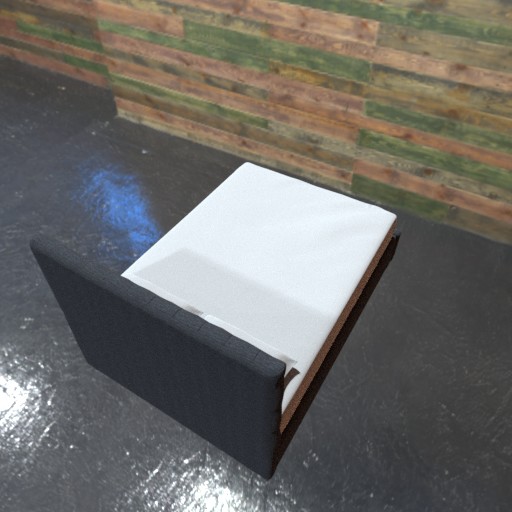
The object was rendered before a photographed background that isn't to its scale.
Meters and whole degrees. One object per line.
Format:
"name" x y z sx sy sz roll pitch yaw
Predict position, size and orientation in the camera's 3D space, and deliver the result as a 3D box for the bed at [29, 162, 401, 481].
"bed" 0.000 0.000 3.451 1.698 1.427 2.387 24 50 21
